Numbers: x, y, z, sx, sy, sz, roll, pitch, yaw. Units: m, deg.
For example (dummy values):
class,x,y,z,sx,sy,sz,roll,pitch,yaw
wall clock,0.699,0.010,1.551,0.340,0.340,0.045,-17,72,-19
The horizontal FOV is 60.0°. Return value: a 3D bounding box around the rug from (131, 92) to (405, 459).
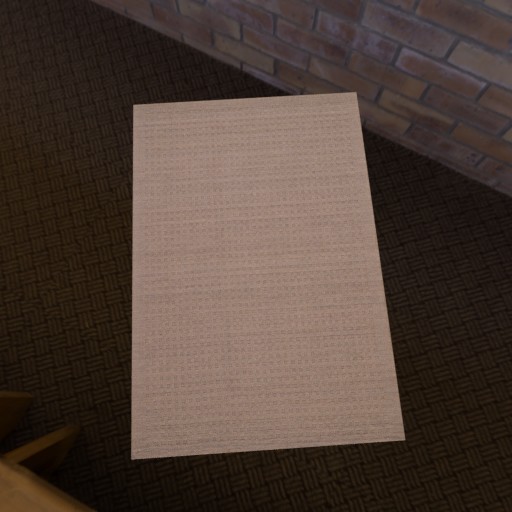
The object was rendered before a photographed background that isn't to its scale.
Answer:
class,x,y,z,sx,sy,sz,roll,pitch,yaw
rug,0.000,0.000,3.568,1.981,0.006,2.895,-4,75,-1
